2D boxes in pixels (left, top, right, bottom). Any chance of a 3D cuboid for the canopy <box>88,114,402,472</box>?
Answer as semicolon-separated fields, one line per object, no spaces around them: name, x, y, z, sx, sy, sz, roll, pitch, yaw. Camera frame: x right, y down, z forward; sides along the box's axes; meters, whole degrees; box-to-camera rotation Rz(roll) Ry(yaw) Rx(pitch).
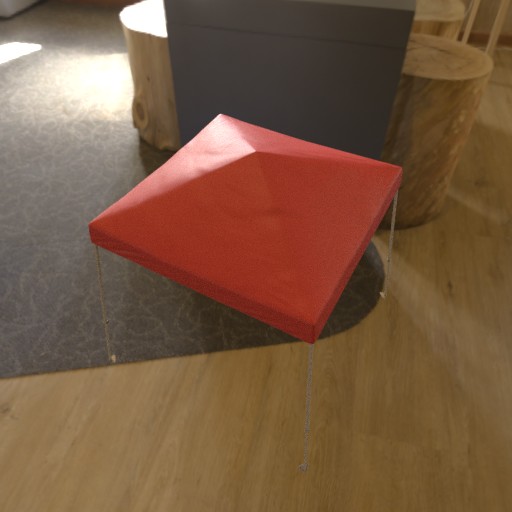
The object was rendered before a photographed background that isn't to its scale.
canopy;0.000;0.000;6.529;3.600;3.600;3.599;22;51;19
